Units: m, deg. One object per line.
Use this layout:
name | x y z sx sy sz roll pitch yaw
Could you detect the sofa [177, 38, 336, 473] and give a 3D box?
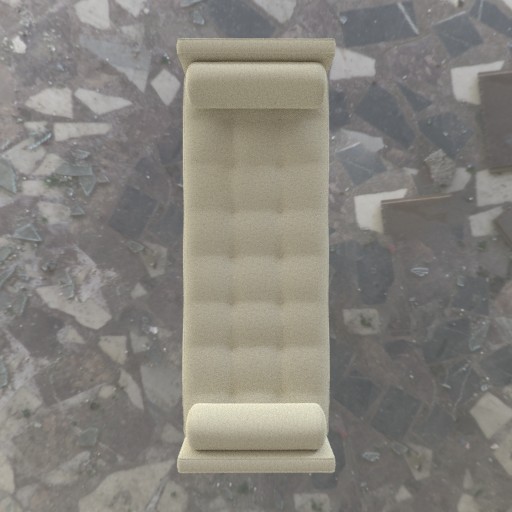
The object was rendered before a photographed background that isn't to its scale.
sofa | 0.000 0.000 2.304 0.746 0.641 1.985 0 90 0
